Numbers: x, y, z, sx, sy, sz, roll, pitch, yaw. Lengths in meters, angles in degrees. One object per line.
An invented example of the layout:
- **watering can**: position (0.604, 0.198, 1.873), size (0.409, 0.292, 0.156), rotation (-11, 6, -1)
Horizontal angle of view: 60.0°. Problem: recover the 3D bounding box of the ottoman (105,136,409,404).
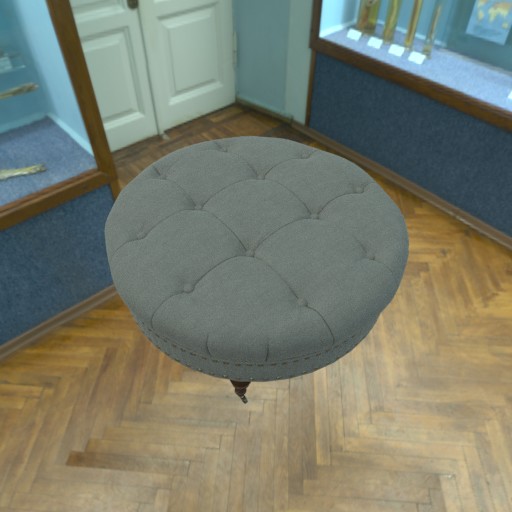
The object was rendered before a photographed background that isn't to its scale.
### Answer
- **ottoman**: position (0.000, 0.000, 1.435), size (0.901, 0.439, 0.901), rotation (0, 46, 0)
